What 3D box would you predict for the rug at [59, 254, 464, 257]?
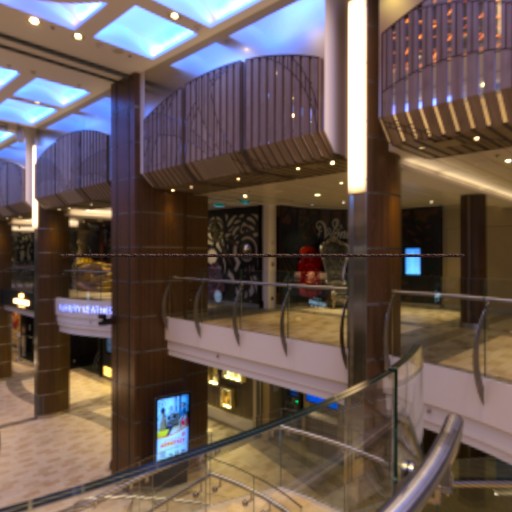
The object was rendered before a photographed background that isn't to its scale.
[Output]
[{"bbox_3d":[0.000,0.000,4.136,2.411,0.020,3.032,0,0,-2],"label":"rug"}]
